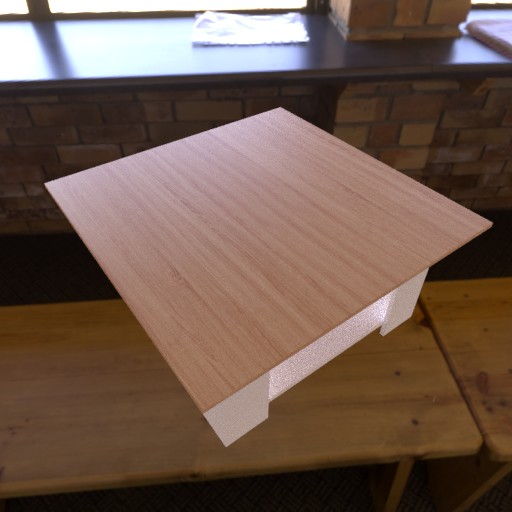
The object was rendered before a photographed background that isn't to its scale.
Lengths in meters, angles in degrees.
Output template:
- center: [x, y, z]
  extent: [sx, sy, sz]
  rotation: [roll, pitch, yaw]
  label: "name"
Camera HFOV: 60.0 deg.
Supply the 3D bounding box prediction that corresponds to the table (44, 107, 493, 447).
- center: [0.000, 0.000, 1.030]
  extent: [0.670, 0.305, 0.670]
  rotation: [-26, 49, -26]
  label: "table"
